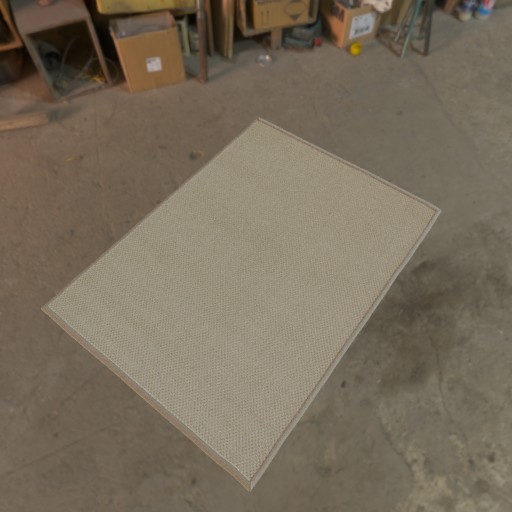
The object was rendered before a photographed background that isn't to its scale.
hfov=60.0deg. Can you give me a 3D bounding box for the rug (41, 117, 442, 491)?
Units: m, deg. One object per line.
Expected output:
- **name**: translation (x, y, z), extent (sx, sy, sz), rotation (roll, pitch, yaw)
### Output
- **rug**: translation (0.000, 0.000, 2.727), extent (1.525, 0.020, 2.081), rotation (33, 63, 19)
